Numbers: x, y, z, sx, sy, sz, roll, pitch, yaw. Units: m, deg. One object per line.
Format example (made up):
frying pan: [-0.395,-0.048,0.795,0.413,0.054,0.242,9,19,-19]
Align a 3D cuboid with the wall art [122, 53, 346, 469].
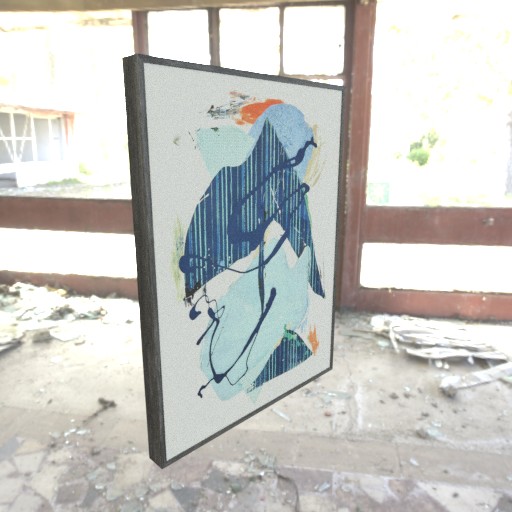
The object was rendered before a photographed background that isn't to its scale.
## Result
wall art: [0.000,0.000,1.328,0.762,1.016,0.063,-14,20,-43]
